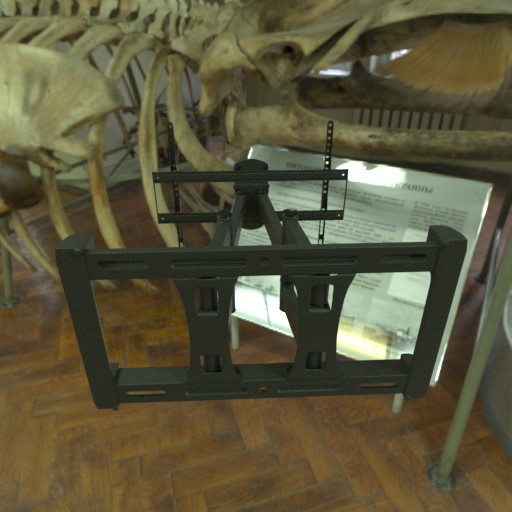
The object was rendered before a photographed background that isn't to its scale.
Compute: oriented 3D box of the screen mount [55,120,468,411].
[{"bbox_3d":[0.000,0.000,0.931,0.571,0.424,0.556,-1,31,-2],"label":"screen mount"}]
